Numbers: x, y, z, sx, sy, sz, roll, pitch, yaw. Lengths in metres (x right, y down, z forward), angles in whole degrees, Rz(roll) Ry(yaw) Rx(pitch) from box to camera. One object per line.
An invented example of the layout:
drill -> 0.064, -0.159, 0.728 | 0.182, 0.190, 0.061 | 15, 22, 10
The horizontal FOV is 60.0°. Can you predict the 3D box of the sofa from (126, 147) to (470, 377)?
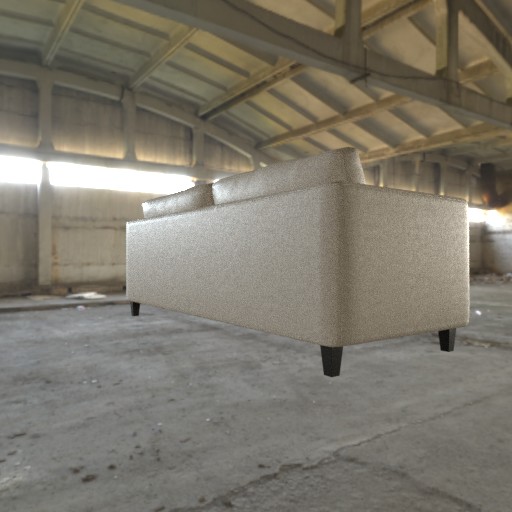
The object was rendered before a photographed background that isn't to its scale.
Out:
sofa -> 0.000, 0.000, 2.917 | 0.948, 0.965, 2.434 | 0, 0, -35
